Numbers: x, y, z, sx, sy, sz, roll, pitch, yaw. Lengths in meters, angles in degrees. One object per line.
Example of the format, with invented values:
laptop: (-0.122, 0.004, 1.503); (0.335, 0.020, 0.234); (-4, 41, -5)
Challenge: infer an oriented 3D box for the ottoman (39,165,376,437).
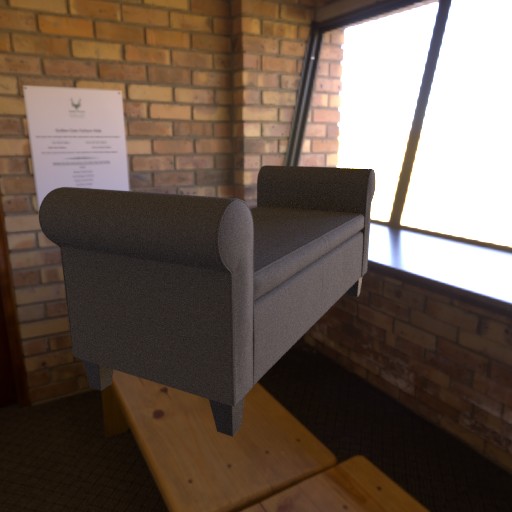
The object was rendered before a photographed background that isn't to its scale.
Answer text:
ottoman: (0.000, 0.000, 1.522); (0.521, 0.547, 1.256); (8, 16, 27)
